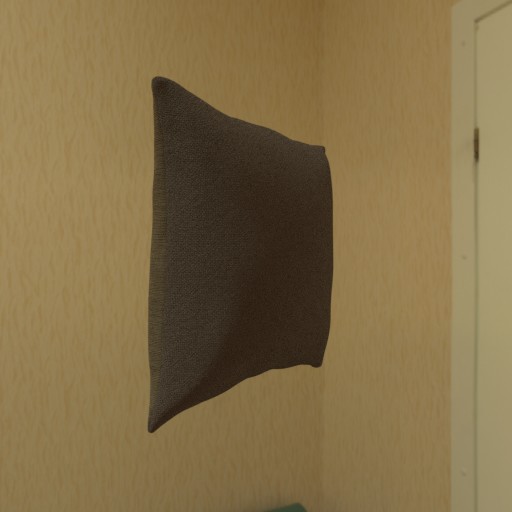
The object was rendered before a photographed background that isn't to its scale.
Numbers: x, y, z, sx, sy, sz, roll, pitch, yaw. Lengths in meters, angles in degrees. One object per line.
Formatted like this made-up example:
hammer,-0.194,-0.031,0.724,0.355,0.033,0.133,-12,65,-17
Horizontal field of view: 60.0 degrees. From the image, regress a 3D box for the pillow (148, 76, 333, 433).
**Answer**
pillow,0.000,0.000,0.713,0.204,0.439,0.452,0,0,36
